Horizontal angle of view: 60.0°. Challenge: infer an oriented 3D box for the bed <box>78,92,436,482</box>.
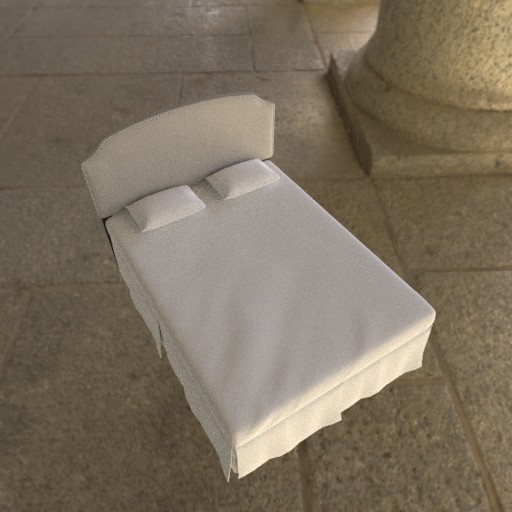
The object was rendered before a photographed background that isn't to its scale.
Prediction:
[{"bbox_3d":[0.000,0.000,2.926,1.558,1.270,1.999,-25,52,-21],"label":"bed"}]
